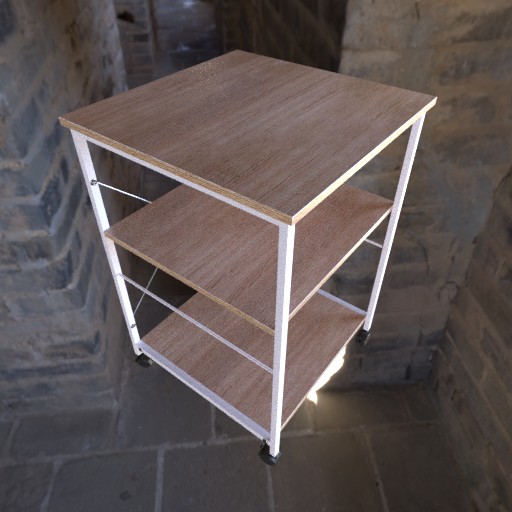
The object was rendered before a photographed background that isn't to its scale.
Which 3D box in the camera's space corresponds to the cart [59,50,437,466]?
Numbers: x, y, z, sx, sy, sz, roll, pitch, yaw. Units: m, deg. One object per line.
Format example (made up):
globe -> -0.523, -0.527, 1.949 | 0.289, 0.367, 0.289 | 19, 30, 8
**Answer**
cart -> 0.000, 0.000, 1.103 | 0.520, 0.762, 0.521 | 27, 47, 27
